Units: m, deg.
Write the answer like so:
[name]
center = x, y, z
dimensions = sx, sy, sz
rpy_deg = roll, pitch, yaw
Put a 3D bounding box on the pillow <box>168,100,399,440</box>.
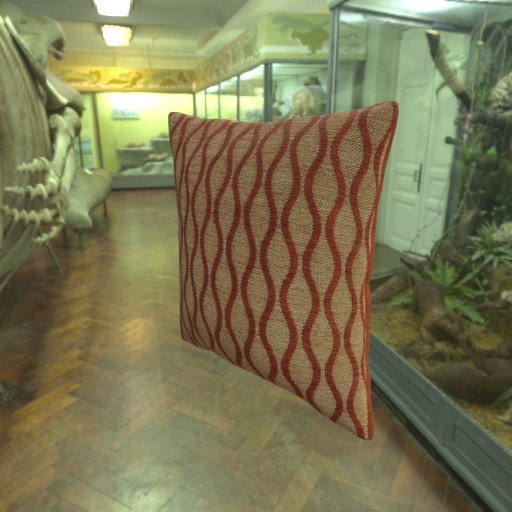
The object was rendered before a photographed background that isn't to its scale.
[pillow]
center = 0.000, 0.000, 0.676
dimensions = 0.429, 0.434, 0.159
rpy_deg = 15, 22, 42
